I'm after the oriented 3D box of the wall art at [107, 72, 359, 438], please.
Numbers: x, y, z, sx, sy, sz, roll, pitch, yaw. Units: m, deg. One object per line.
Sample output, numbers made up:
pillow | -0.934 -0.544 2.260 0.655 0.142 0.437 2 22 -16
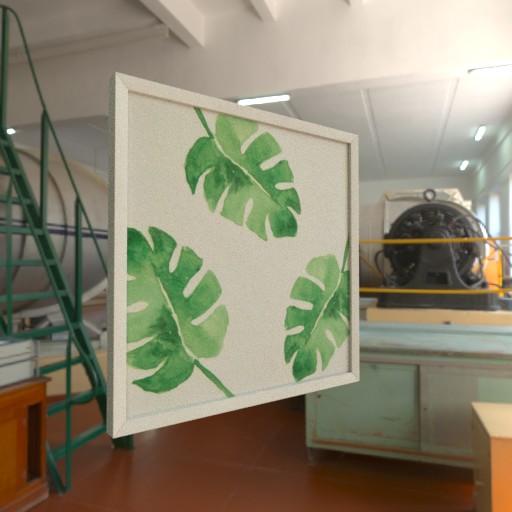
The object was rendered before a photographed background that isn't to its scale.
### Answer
wall art | 0.000 0.000 1.161 0.762 0.762 0.040 1 -1 -36
